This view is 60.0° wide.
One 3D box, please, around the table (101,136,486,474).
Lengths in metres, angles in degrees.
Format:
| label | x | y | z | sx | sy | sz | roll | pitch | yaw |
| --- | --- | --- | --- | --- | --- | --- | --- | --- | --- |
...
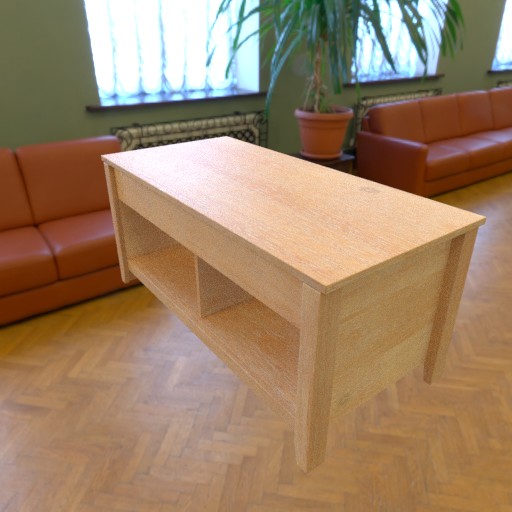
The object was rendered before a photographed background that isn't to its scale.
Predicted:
| label | x | y | z | sx | sy | sz | roll | pitch | yaw |
| --- | --- | --- | --- | --- | --- | --- | --- | --- | --- |
| table | 0.000 | 0.000 | 1.293 | 0.483 | 0.457 | 1.016 | -19 | 33 | -32 |
